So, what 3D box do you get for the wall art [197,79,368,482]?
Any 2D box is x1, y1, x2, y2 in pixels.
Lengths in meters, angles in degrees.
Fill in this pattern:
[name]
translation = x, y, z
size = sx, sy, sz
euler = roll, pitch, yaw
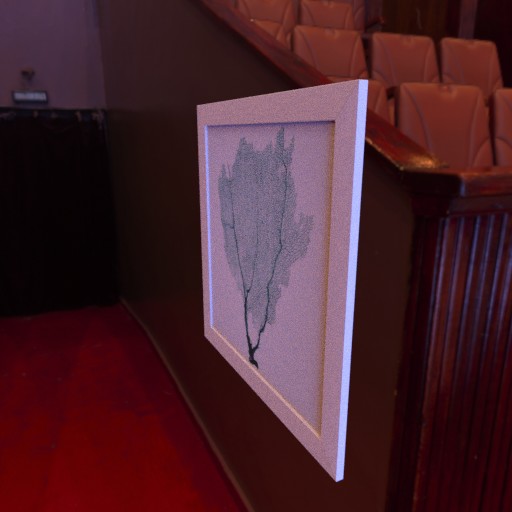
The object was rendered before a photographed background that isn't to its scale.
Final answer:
[wall art]
translation = 0.000, 0.000, 0.852
size = 0.015, 0.577, 0.572
euler = -8, 17, -26
